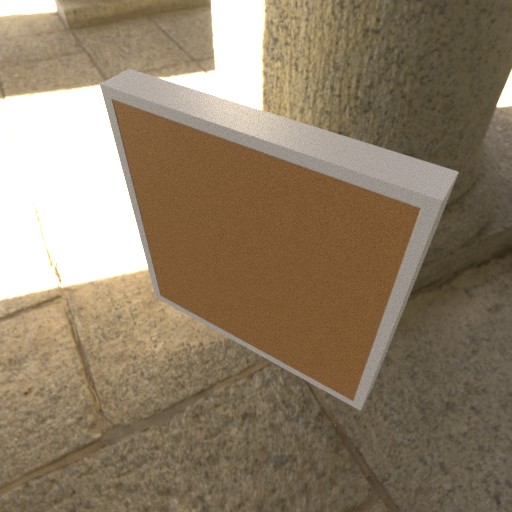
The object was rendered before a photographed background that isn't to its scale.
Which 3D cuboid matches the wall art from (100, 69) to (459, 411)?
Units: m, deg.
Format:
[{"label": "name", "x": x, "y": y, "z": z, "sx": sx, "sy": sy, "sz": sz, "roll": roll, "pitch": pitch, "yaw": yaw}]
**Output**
[{"label": "wall art", "x": 0.000, "y": 0.000, "z": 0.458, "sx": 0.305, "sy": 0.305, "sz": 0.038, "roll": 25, "pitch": 51, "yaw": 22}]
